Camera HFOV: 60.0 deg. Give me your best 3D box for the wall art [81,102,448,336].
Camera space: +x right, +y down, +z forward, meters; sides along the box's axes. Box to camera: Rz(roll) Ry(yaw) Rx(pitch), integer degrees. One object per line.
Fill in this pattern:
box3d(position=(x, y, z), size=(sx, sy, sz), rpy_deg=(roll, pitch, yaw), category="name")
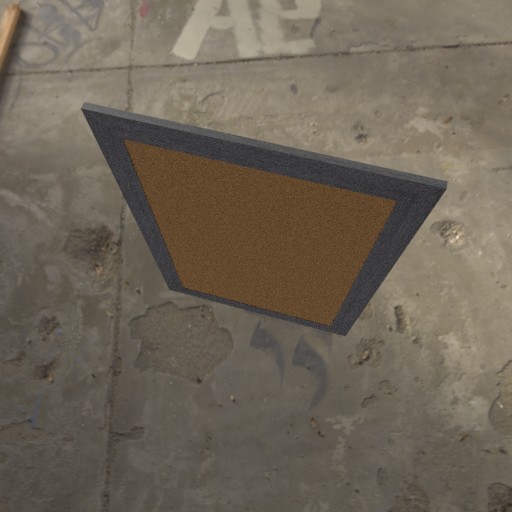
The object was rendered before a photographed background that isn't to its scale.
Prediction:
box3d(position=(0.000, 0.000, 1.386), size=(0.768, 1.070, 0.020), rpy_deg=(14, 65, 7), category="wall art")
